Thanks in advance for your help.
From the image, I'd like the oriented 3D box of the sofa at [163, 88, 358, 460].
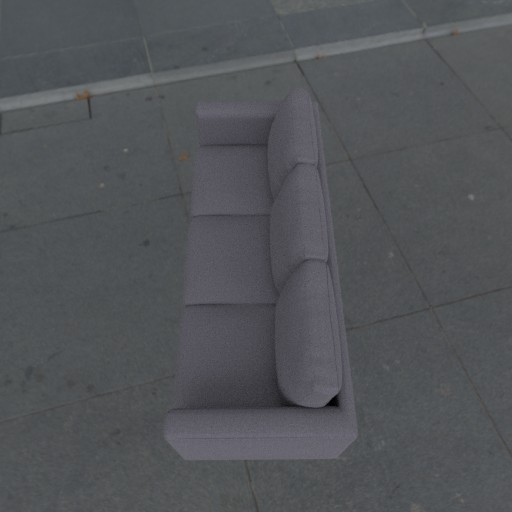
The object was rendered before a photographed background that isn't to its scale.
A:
[{"bbox_3d":[0.000,0.000,2.488,0.802,0.912,2.029,0,58,0],"label":"sofa"}]
